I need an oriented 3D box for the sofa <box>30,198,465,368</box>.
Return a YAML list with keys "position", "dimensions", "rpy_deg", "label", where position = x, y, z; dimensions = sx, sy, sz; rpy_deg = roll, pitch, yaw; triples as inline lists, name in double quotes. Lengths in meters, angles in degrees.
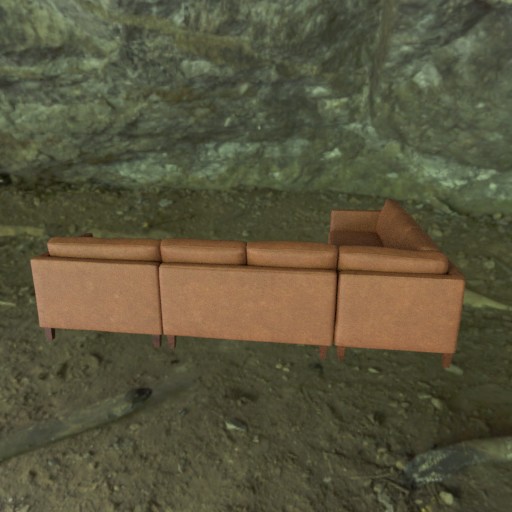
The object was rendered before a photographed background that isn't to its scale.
- position: [0.000, 0.000, 4.695]
  dimensions: [3.460, 0.923, 2.593]
  rpy_deg: [2, 17, 8]
  label: "sofa"
